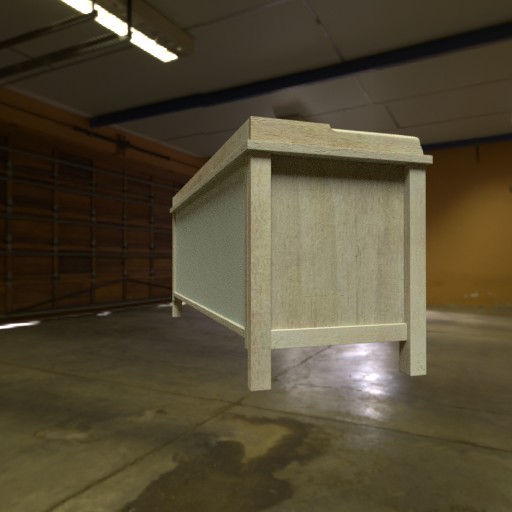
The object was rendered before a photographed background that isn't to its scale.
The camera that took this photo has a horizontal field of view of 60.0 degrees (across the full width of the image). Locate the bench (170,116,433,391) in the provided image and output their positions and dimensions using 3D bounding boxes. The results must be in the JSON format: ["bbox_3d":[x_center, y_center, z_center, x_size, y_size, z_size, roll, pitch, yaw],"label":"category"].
[{"bbox_3d":[0.000,0.000,1.393,0.398,0.501,1.140,0,-1,-18],"label":"bench"}]
